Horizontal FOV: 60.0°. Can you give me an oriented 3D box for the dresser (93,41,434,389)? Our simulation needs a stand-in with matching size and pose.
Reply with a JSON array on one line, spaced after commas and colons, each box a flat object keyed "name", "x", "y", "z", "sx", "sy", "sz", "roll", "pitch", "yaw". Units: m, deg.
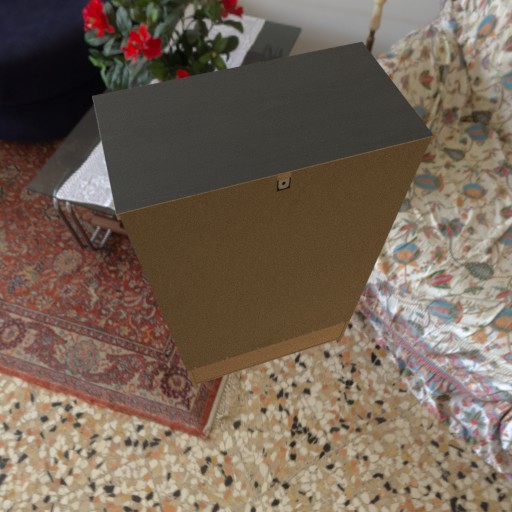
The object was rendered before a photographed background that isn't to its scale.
[{"name": "dresser", "x": 0.000, "y": 0.000, "z": 1.555, "sx": 0.704, "sy": 1.255, "sz": 0.399, "roll": -15, "pitch": 59, "yaw": -9}]
